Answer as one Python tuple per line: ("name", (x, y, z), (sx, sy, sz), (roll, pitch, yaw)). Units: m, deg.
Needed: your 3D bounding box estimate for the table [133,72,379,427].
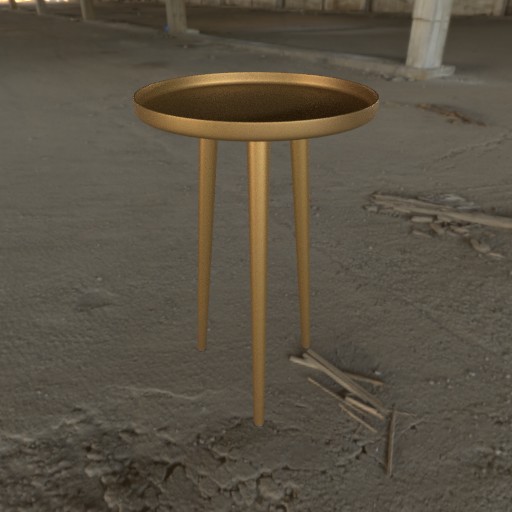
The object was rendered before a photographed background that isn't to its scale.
("table", (0.000, 0.000, 0.676), (0.299, 0.480, 0.299), (-20, 37, -30))
